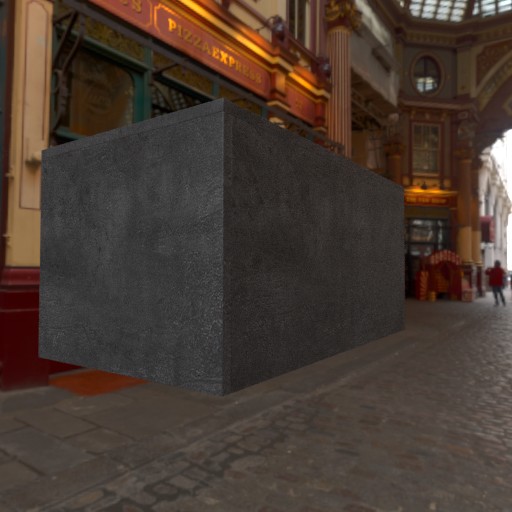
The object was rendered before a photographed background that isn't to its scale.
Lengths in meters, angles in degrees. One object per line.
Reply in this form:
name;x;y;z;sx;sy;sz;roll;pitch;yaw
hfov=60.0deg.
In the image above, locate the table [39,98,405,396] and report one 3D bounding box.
table;0.000;0.000;0.919;0.400;0.350;0.700;-1;-2;35
